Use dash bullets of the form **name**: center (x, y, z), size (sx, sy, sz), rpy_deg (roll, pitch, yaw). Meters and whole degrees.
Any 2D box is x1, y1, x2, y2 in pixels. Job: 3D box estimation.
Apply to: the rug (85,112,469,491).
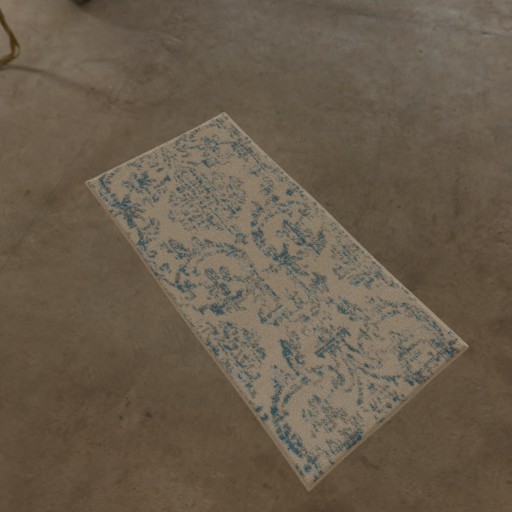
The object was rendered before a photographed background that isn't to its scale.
- **rug**: center (0.000, 0.000, 1.420), size (0.605, 0.007, 1.220), rpy_deg (-33, 65, -18)
